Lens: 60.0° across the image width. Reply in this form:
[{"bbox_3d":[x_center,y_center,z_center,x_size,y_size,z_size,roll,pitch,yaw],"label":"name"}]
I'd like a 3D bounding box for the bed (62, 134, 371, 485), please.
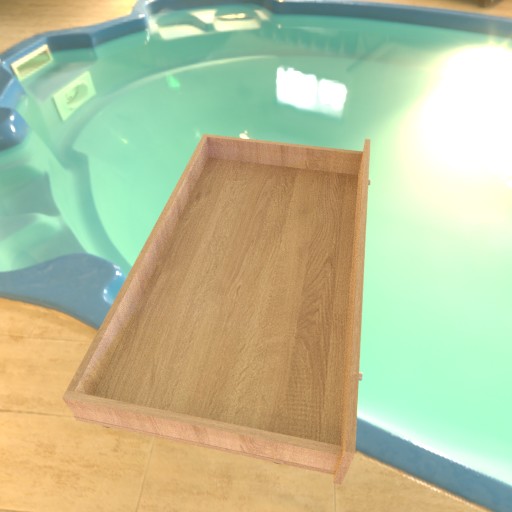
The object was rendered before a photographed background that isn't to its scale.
[{"bbox_3d":[0.000,0.000,1.426,0.685,0.209,1.200,8,47,8],"label":"bed"}]
